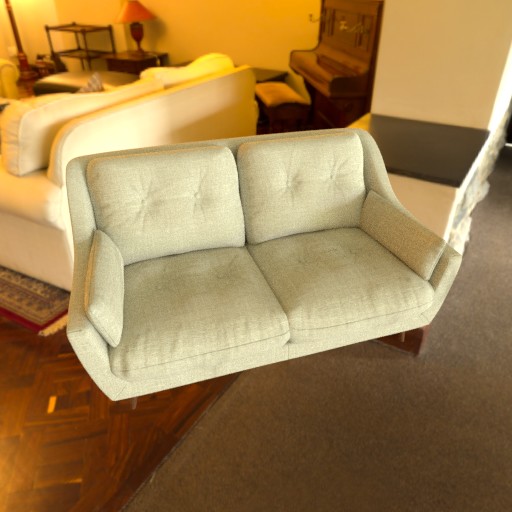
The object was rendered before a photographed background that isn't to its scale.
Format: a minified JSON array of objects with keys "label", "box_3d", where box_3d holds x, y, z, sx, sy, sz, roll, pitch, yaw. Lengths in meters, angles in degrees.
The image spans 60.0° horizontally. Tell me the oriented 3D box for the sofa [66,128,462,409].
[{"label":"sofa","box_3d":[0.000,0.000,2.132,1.652,0.888,0.965,-10,34,-15]}]
